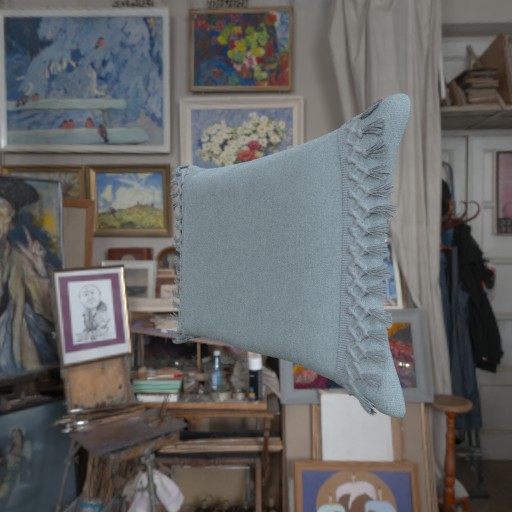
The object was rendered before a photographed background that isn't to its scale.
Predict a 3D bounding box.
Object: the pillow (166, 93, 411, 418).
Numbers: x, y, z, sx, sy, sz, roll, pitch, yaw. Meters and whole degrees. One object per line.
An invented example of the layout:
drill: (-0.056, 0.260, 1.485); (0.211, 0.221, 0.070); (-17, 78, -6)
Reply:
pillow: (0.000, 0.000, 0.585); (0.084, 0.305, 0.466); (-1, 2, -36)
